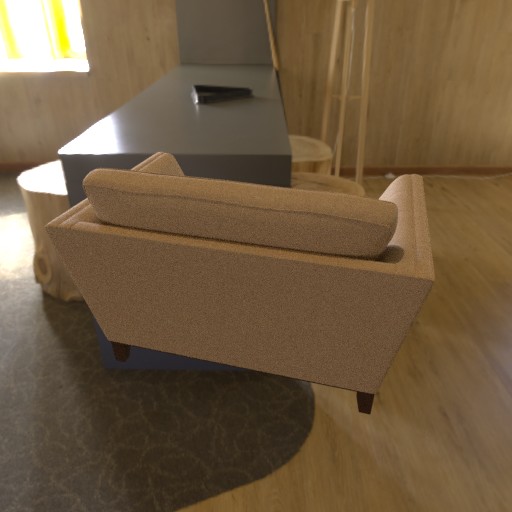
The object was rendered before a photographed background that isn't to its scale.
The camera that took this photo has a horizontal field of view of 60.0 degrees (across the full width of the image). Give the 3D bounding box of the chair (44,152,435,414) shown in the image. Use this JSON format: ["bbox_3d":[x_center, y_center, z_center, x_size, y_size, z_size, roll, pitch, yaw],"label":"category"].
[{"bbox_3d":[0.000,0.000,2.048,1.397,0.940,0.965,8,31,13],"label":"chair"}]
